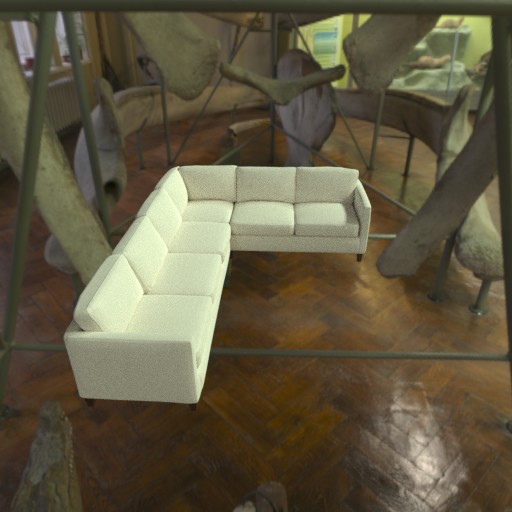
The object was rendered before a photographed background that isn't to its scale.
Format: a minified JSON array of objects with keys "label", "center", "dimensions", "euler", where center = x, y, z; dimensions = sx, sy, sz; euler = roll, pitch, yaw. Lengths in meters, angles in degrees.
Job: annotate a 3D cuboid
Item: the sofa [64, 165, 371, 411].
[{"label":"sofa","center":[0.000,0.000,4.529],"dimensions":[2.593,0.947,3.302],"euler":[1,30,2]}]
